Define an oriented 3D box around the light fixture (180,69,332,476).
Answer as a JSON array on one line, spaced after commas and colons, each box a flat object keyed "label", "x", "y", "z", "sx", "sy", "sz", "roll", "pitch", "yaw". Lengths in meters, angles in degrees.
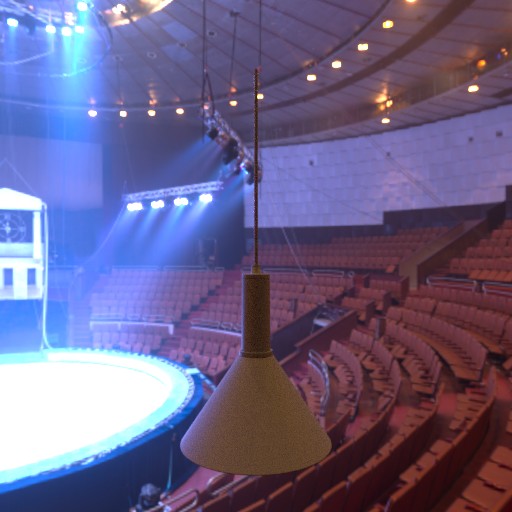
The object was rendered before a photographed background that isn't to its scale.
[{"label": "light fixture", "x": 0.000, "y": 0.000, "z": 0.803, "sx": 0.267, "sy": 0.683, "sz": 0.267, "roll": 1, "pitch": -2, "yaw": -36}]
